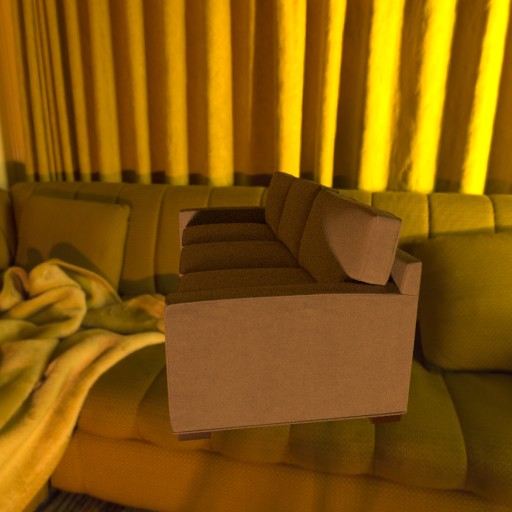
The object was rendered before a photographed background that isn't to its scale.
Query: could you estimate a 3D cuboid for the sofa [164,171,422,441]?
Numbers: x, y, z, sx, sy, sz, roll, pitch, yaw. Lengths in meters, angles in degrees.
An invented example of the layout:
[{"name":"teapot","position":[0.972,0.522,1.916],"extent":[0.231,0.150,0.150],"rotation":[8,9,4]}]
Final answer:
[{"name":"sofa","position":[0.000,0.000,2.593],"extent":[0.936,0.862,2.093],"rotation":[-2,15,-8]}]
